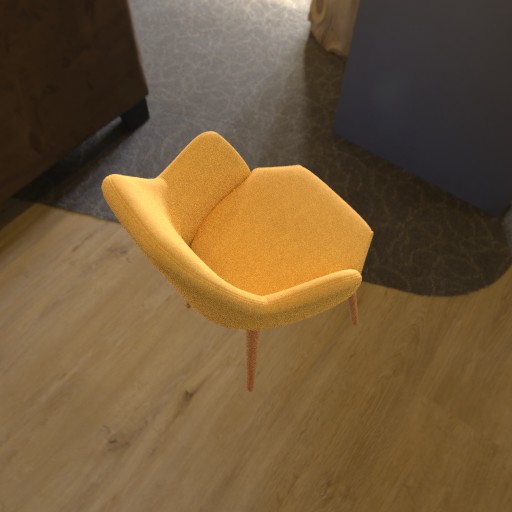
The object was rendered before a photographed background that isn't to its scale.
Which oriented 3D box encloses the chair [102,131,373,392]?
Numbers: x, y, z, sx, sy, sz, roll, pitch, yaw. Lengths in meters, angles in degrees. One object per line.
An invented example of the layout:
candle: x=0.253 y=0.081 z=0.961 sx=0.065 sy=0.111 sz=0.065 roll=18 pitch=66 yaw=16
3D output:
chair: x=0.000 y=0.000 z=1.249 sx=0.610 sy=0.840 sz=0.590 roll=-32 pitch=63 yaw=-19
